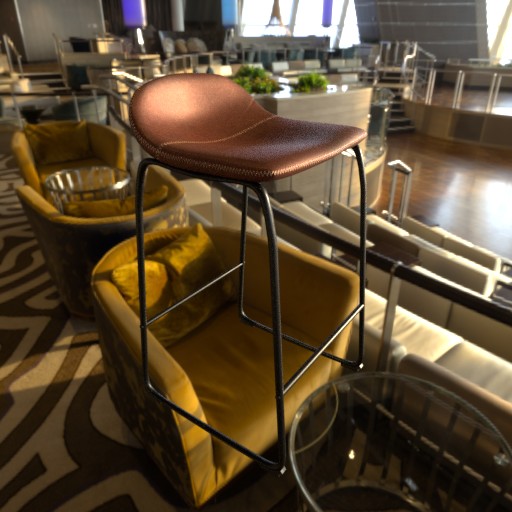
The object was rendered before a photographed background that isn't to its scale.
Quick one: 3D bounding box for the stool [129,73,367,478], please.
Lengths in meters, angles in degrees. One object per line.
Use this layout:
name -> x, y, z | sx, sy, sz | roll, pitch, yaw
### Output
stool -> 0.000, 0.000, 1.114 | 0.473, 0.830, 0.454 | 18, 32, 31
